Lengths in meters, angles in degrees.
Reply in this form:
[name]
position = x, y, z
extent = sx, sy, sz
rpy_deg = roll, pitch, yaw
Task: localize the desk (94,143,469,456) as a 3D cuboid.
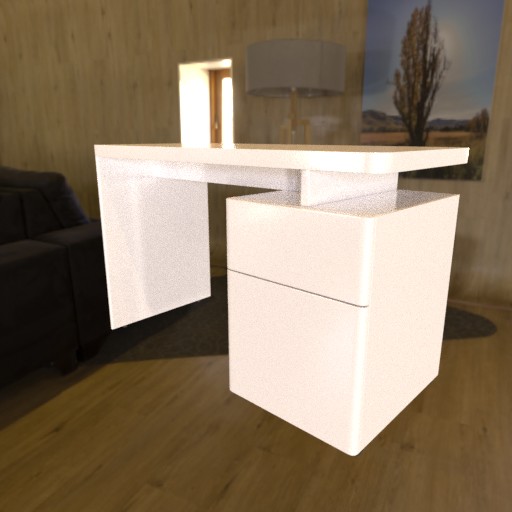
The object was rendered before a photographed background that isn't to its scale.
[desk]
position = 0.000, 0.000, 1.577
extent = 1.200, 0.760, 0.550
rpy_deg = 14, 20, 41
